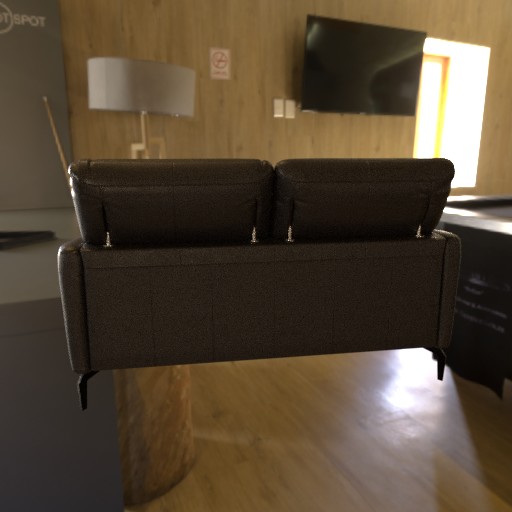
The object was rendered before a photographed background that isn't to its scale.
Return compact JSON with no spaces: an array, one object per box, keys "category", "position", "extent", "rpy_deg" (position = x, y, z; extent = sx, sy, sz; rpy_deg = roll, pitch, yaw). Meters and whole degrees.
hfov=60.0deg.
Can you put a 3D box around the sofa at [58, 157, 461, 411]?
[{"category":"sofa","position":[0.000,0.000,2.094],"extent":[1.596,0.920,0.958],"rpy_deg":[-2,14,-8]}]
